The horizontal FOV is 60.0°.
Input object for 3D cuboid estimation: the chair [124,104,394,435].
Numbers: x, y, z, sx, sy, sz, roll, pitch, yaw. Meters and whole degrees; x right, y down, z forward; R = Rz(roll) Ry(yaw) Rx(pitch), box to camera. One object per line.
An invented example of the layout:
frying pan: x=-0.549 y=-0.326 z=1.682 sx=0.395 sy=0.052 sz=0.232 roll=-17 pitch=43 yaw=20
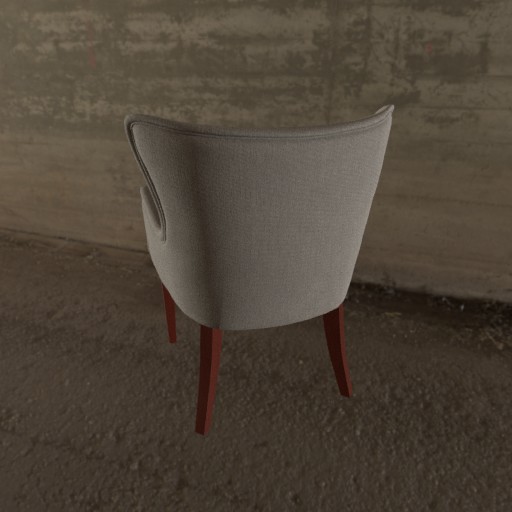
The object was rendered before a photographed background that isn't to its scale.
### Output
chair: x=0.000 y=0.000 z=1.437 sx=0.732 sy=0.948 sz=0.677 roll=-8 pitch=26 yaw=-17
